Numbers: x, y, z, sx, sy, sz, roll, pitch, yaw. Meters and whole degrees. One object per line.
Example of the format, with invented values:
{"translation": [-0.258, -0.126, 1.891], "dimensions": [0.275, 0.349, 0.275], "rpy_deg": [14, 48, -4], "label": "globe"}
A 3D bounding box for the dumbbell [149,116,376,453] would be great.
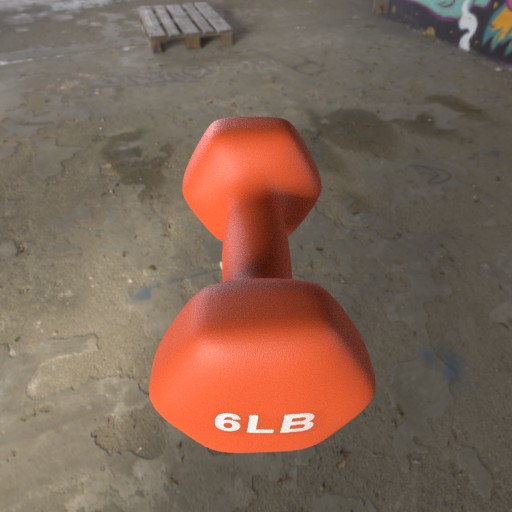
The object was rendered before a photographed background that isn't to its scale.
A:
{"translation": [0.000, 0.000, 0.202], "dimensions": [0.079, 0.071, 0.162], "rpy_deg": [-1, 41, -1], "label": "dumbbell"}
